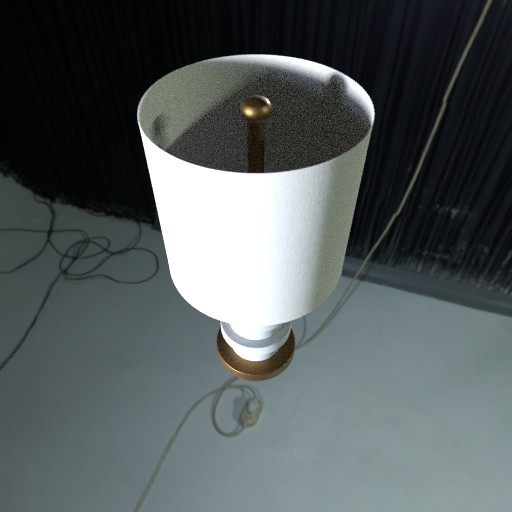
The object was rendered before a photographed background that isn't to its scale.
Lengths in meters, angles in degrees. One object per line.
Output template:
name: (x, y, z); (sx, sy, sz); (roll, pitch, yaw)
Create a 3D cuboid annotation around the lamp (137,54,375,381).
lamp: (0.000, 0.000, 0.544); (0.210, 0.410, 0.210); (10, 48, 9)
